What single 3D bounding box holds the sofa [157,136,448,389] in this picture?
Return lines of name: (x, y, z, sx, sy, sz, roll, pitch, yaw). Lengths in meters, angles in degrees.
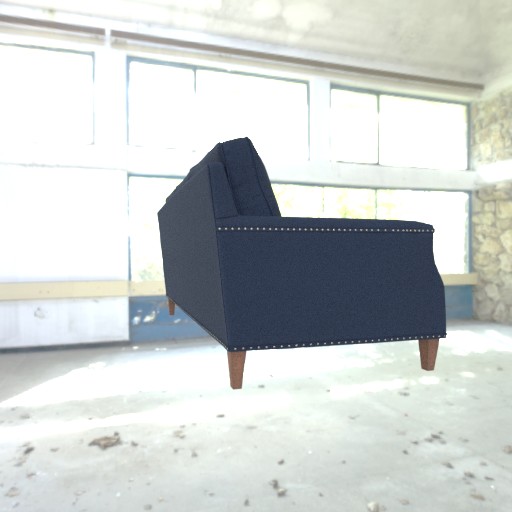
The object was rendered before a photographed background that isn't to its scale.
sofa: (0.000, 0.000, 2.834, 1.084, 1.003, 2.246, 0, 0, -17)
